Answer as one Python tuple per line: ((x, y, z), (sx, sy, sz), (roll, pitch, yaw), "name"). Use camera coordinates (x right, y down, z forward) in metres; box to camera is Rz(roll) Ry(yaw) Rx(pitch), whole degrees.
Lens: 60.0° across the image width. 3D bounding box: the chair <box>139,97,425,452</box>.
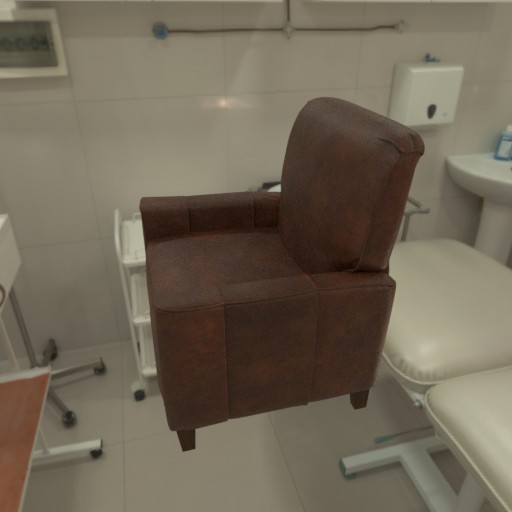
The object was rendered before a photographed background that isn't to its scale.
((0.000, 0.000, 1.671), (0.836, 1.043, 0.843), (-8, 31, -14), "chair")
